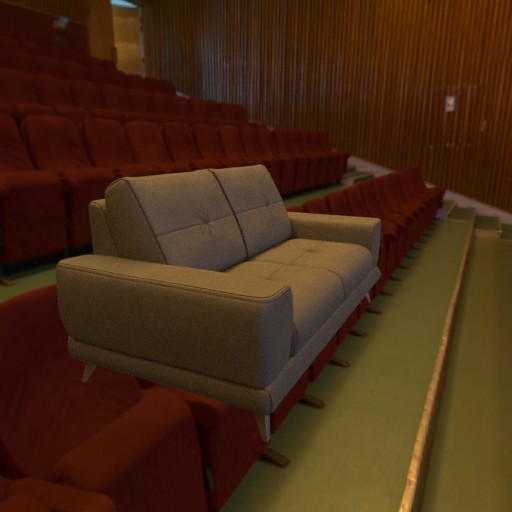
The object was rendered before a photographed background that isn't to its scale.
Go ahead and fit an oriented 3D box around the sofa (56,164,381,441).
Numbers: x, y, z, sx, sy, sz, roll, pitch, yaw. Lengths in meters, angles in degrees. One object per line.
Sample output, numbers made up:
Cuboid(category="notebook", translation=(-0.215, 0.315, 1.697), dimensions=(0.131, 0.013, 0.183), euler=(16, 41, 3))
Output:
Cuboid(category="sofa", translation=(0.000, 0.000, 2.392), dimensions=(1.018, 0.907, 1.806), euler=(7, 16, 26))
